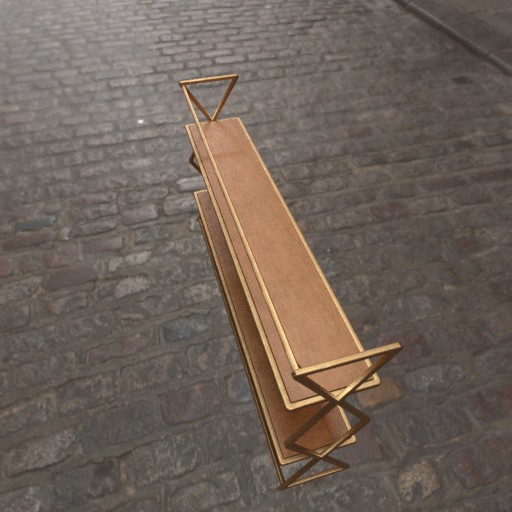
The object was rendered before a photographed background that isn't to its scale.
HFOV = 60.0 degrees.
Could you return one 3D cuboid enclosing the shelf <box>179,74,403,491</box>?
[{"bbox_3d":[0.000,0.000,0.982,0.150,0.450,0.822,-12,47,-11],"label":"shelf"}]
